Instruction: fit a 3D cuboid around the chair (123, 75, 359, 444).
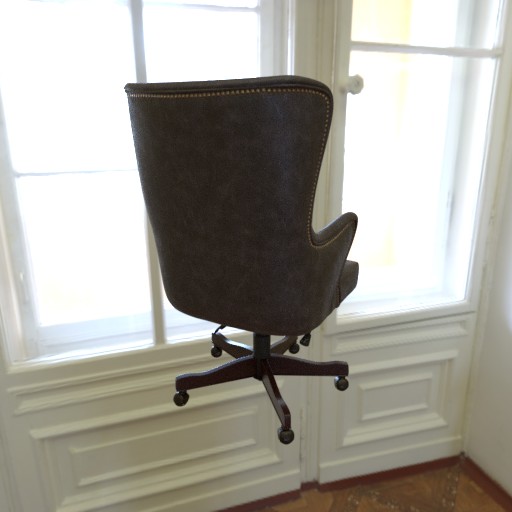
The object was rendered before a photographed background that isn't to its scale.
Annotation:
[{"bbox_3d":[0.000,0.000,1.447,0.594,1.037,0.717,9,19,27],"label":"chair"}]
